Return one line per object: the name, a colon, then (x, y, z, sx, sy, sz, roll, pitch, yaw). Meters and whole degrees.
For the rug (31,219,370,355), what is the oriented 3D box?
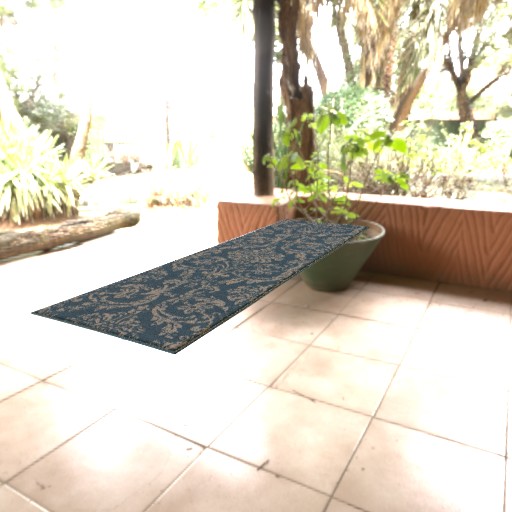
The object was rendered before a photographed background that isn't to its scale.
rug: (0.000, 0.000, 2.379, 0.662, 0.011, 2.196, 8, 17, 28)
